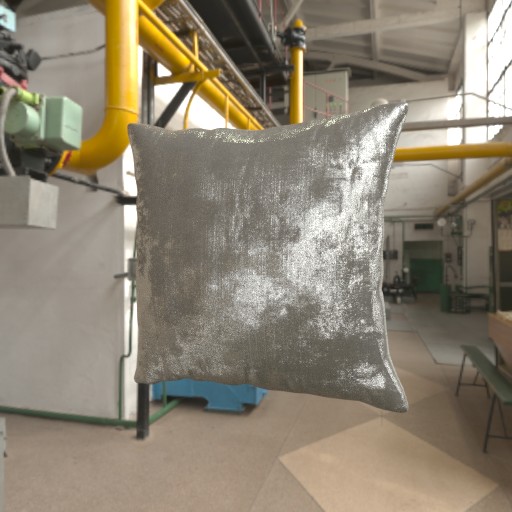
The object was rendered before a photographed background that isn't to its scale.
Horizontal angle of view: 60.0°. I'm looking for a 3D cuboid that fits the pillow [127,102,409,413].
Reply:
[{"bbox_3d":[0.000,0.000,0.722,0.470,0.464,0.175,0,0,17],"label":"pillow"}]
